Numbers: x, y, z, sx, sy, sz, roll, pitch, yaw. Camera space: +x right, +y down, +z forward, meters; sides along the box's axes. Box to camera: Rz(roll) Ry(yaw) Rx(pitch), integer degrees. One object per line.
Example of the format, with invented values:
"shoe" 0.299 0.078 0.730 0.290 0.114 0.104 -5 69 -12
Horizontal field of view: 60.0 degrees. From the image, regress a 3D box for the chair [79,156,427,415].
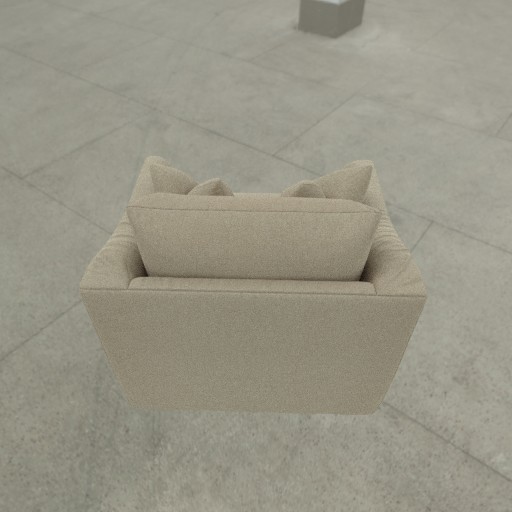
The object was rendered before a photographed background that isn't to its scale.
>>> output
"chair" 0.000 0.000 2.072 1.194 1.093 1.071 1 45 1
